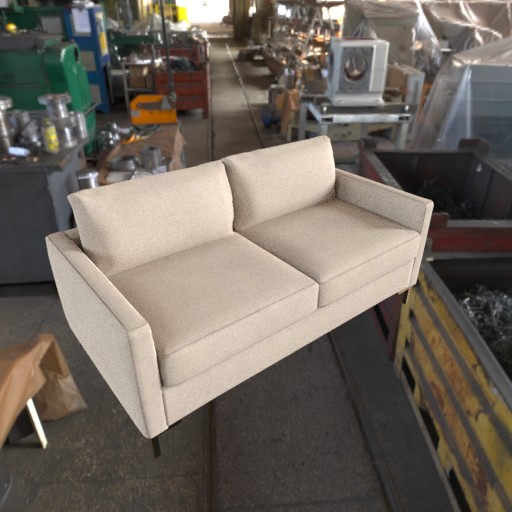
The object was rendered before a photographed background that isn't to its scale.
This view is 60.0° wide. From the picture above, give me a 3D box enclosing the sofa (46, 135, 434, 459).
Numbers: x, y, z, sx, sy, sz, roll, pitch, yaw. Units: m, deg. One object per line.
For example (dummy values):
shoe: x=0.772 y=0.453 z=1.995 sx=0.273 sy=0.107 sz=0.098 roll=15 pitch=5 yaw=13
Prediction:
sofa: x=0.000 y=0.000 z=2.165 sx=1.682 sy=0.840 sz=0.875 roll=-22 pitch=37 yaw=-33
